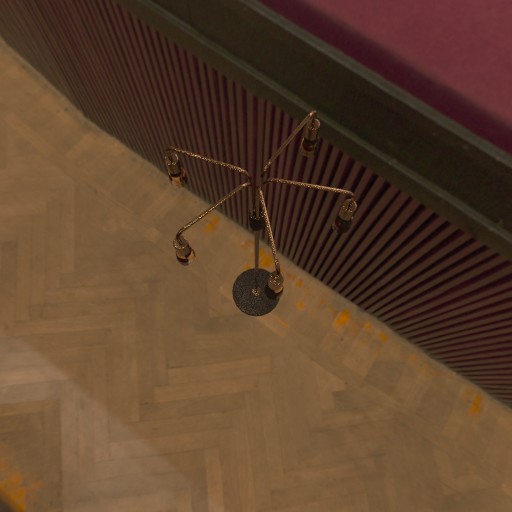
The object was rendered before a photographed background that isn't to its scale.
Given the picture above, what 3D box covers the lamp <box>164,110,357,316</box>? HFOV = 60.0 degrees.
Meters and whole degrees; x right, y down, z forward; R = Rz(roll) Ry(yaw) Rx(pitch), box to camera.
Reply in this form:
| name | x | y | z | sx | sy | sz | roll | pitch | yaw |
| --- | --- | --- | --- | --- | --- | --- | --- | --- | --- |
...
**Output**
| name | x | y | z | sx | sy | sz | roll | pitch | yaw |
| --- | --- | --- | --- | --- | --- | --- | --- | --- | --- |
| lamp | 0.000 | 0.000 | 2.035 | 0.572 | 1.721 | 0.599 | 36 | 78 | 9 |
